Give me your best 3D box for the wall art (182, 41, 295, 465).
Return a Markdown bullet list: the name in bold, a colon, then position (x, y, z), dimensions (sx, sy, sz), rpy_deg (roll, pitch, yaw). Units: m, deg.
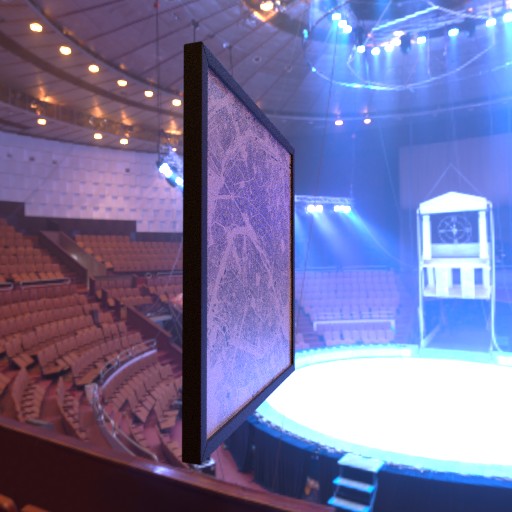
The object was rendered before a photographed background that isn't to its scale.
- **wall art**: position (0.000, 0.000, 1.164), dimensions (0.037, 0.763, 0.763), rpy_deg (-1, -2, 18)
